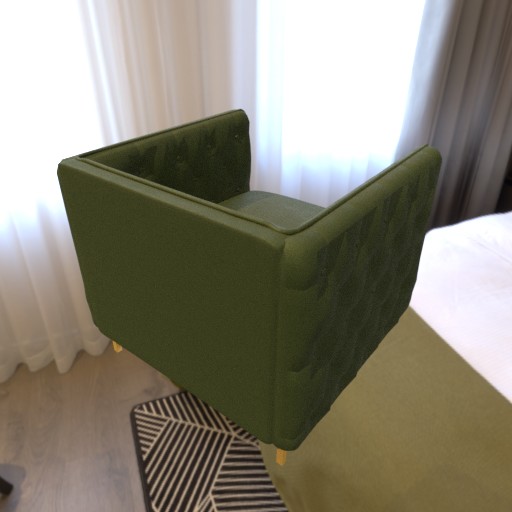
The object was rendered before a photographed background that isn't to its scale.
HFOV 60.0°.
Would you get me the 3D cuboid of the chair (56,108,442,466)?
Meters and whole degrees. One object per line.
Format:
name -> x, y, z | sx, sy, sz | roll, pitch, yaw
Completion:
chair -> 0.000, 0.000, 1.536 | 0.917, 0.768, 0.855 | 22, 38, 32
